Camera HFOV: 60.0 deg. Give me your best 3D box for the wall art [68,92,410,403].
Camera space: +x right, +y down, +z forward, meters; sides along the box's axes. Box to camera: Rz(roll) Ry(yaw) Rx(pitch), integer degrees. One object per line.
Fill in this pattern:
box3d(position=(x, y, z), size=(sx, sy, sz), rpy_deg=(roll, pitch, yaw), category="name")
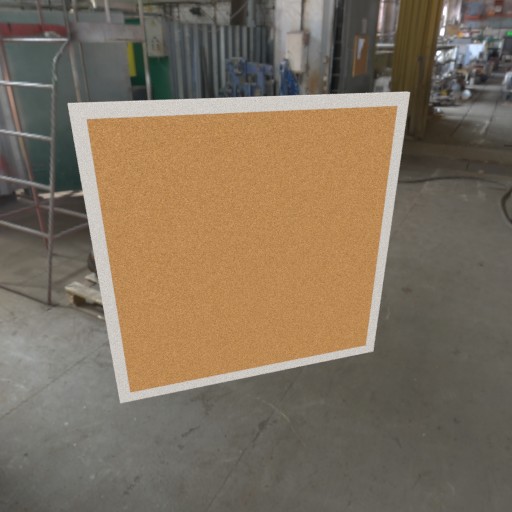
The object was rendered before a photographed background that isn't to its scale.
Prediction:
box3d(position=(0.000, 0.000, 0.823), size=(0.558, 0.559, 0.009), rpy_deg=(-8, 27, -15), category="wall art")
